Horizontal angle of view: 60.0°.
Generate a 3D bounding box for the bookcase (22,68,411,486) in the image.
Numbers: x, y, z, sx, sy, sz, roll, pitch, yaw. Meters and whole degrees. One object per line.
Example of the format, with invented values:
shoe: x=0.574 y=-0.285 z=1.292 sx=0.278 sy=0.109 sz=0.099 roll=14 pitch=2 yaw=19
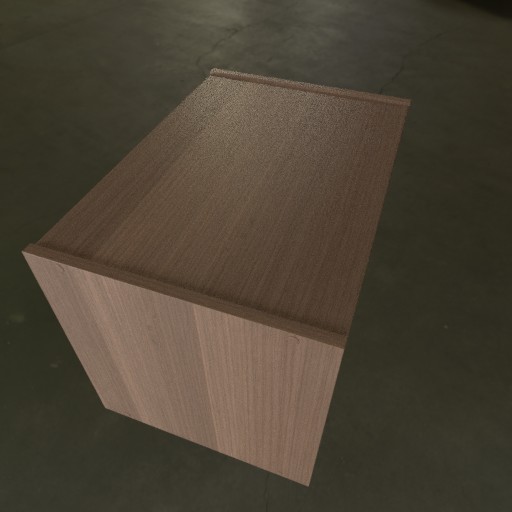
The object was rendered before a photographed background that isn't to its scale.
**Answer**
bookcase: x=0.000 y=0.000 z=0.602 sx=0.290 sy=0.305 sz=0.415 roll=15 pitch=47 yaw=14
